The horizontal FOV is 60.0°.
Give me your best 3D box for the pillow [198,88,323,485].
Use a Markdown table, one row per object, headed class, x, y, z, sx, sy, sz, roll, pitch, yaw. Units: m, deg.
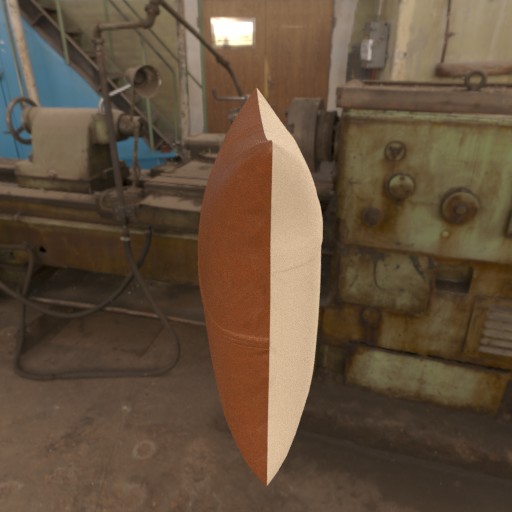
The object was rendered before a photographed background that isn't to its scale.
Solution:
| class | x | y | z | sx | sy | sz | roll | pitch | yaw |
| --- | --- | --- | --- | --- | --- | --- | --- | --- | --- |
| pillow | 0.000 | 0.000 | 0.733 | 0.192 | 0.477 | 0.501 | -1 | 26 | -1 |
